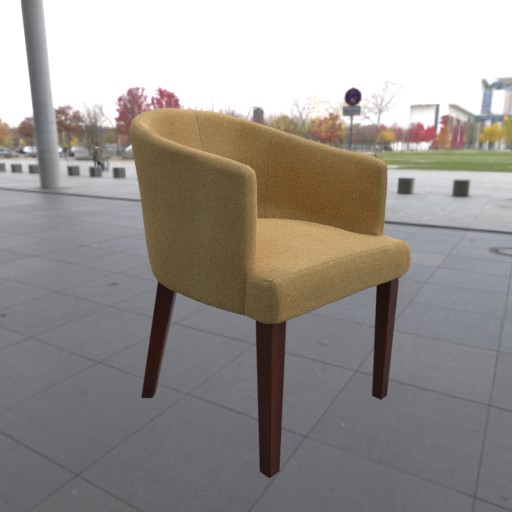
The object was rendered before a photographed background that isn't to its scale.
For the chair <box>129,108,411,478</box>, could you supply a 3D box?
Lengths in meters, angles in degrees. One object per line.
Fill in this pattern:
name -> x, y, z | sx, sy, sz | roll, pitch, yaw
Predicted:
chair -> 0.000, 0.000, 1.235 | 0.583, 0.811, 0.655 | -13, 19, -42
